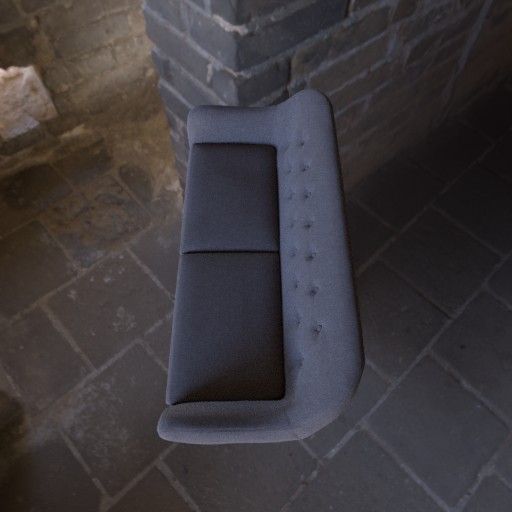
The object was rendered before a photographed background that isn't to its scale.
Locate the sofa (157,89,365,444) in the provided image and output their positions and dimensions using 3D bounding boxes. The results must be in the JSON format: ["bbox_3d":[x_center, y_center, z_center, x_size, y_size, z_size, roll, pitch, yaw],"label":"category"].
[{"bbox_3d":[0.000,0.000,2.304,0.820,0.820,1.840,0,60,0],"label":"sofa"}]
